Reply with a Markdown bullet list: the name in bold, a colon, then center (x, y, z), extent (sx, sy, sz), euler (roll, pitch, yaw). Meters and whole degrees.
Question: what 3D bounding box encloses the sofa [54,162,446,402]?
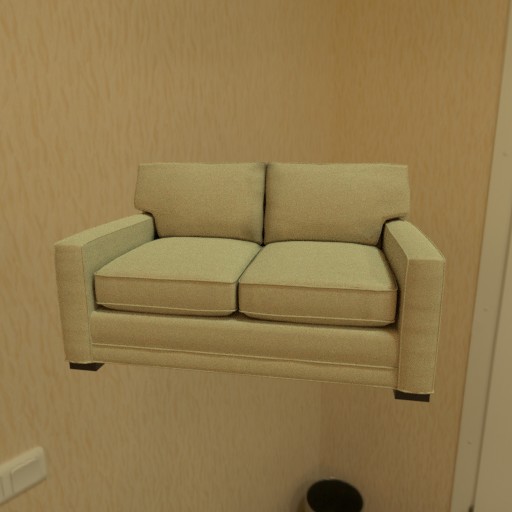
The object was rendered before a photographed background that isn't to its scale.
- **sofa**: center (0.000, 0.000, 2.087), extent (1.484, 0.853, 0.942), euler (2, 14, 10)
